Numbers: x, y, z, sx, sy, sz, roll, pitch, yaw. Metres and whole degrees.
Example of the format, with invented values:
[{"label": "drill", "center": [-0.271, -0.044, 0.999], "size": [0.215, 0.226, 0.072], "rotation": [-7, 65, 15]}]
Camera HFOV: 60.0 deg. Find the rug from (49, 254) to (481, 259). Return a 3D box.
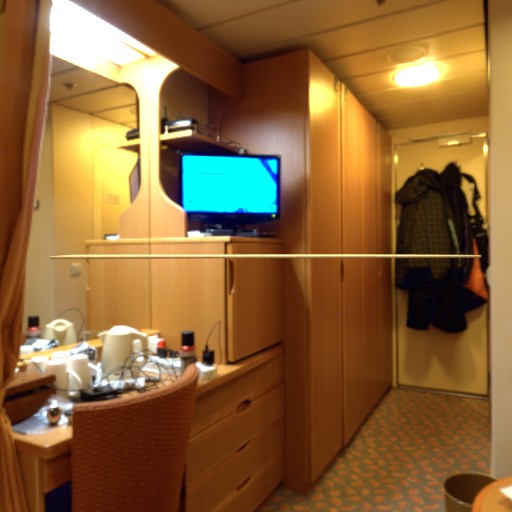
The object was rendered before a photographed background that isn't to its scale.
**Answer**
[{"label": "rug", "center": [0.000, 0.000, 3.074], "size": [2.441, 0.014, 1.531], "rotation": [0, 0, -18]}]
